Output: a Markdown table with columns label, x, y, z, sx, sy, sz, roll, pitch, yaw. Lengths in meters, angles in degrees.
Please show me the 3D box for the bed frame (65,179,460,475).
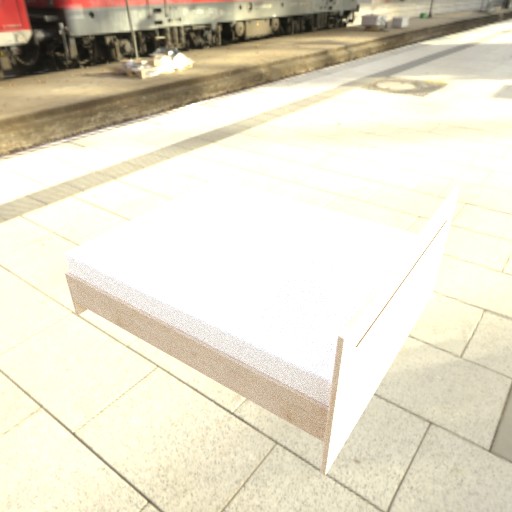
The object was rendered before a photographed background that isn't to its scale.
| label | x | y | z | sx | sy | sz | roll | pitch | yaw |
| --- | --- | --- | --- | --- | --- | --- | --- | --- | --- |
| bed frame | 0.000 | 0.000 | 3.083 | 2.080 | 0.900 | 1.800 | 20 | 37 | 29 |
